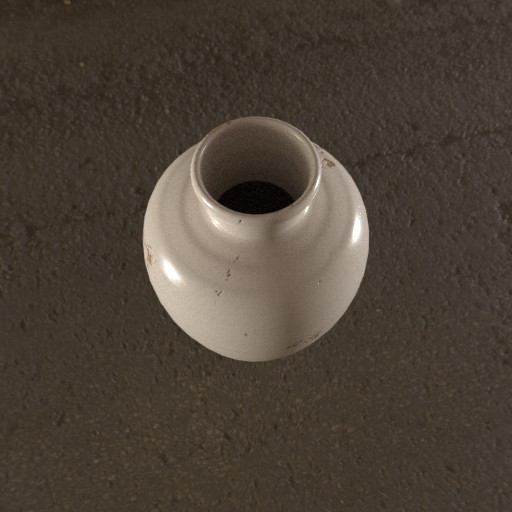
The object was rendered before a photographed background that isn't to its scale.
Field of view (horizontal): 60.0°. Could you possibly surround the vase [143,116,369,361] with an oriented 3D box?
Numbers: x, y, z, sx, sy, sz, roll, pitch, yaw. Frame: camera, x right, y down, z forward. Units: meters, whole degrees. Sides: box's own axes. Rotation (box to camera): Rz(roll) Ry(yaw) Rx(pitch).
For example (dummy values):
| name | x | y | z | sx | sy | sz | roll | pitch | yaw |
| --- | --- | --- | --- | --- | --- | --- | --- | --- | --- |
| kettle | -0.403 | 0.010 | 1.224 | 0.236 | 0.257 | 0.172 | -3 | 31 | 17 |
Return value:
| name | x | y | z | sx | sy | sz | roll | pitch | yaw |
| --- | --- | --- | --- | --- | --- | --- | --- | --- | --- |
| vase | 0.000 | 0.000 | 0.341 | 0.158 | 0.228 | 0.158 | 0 | 64 | 0 |
